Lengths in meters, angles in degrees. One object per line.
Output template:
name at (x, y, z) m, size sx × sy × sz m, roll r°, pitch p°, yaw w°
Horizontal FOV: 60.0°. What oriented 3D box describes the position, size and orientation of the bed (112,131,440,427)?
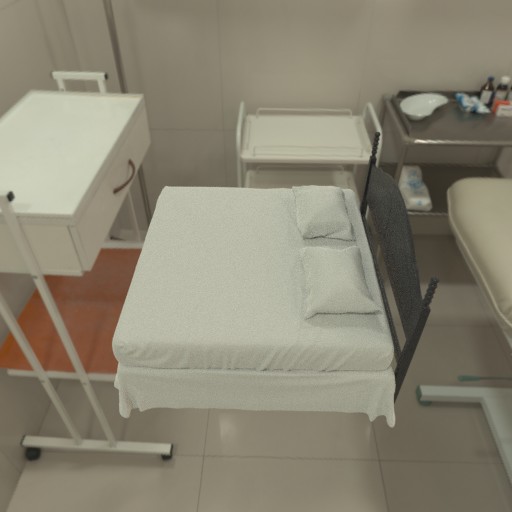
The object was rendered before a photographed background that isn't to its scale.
bed at (0.000, 0.000, 3.735) m, size 2.219 × 1.355 × 2.322 m, roll 1°, pitch 42°, yaw 1°
